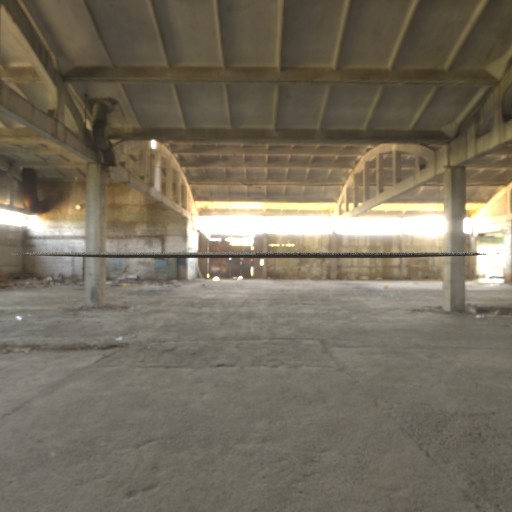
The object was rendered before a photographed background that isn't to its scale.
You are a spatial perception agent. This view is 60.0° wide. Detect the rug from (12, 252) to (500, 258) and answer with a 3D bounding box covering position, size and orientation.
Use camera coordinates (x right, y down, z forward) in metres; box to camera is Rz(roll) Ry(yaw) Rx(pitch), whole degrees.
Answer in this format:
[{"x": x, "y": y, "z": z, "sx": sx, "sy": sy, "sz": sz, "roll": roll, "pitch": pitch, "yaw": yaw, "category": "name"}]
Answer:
[{"x": 0.000, "y": 0.000, "z": 2.890, "sx": 2.312, "sy": 0.013, "sz": 1.600, "roll": 0, "pitch": -1, "yaw": 0, "category": "rug"}]
